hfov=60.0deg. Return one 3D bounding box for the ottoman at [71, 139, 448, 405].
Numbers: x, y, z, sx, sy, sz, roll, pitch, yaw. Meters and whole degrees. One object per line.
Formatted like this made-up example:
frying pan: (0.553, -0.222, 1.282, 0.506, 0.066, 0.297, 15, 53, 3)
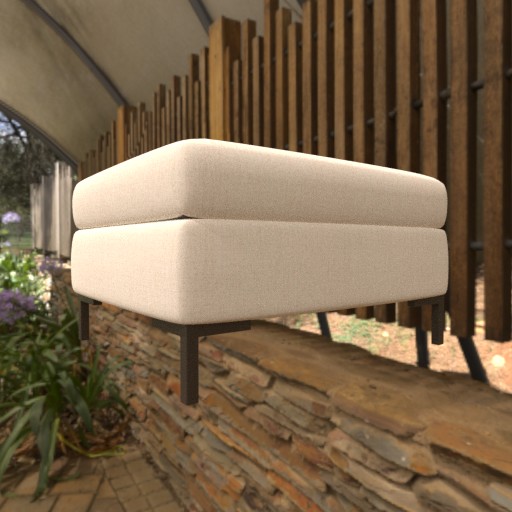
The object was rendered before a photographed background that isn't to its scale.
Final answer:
ottoman: (0.000, 0.000, 1.166, 0.794, 0.453, 0.657, -1, 2, -37)
